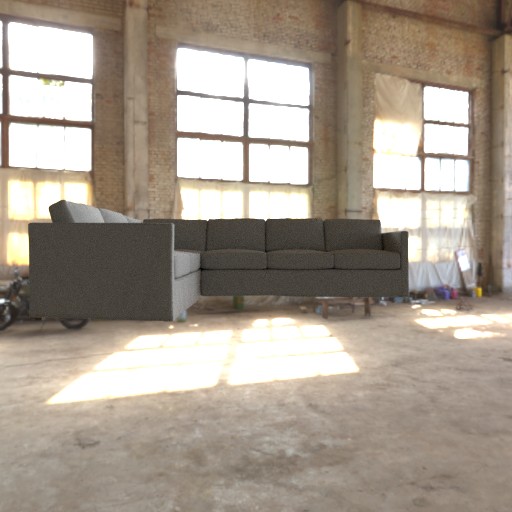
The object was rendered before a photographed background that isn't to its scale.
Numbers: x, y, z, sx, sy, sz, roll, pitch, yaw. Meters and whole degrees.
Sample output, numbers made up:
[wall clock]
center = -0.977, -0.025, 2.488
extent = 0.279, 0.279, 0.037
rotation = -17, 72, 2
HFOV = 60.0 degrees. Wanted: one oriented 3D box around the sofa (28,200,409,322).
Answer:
[sofa]
center = 0.000, 0.000, 4.281
extent = 3.182, 0.871, 2.432
rotation = 0, 1, 0
